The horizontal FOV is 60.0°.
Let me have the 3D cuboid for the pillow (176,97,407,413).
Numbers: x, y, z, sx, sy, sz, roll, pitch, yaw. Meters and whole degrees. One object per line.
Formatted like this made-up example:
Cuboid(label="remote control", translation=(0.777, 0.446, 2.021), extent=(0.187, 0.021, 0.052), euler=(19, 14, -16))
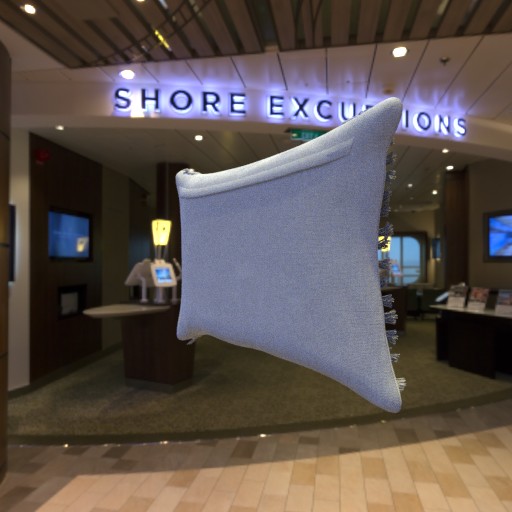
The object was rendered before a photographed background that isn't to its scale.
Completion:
Cuboid(label="pillow", translation=(0.000, 0.000, 0.603), extent=(0.084, 0.305, 0.466), euler=(0, -1, -36))
